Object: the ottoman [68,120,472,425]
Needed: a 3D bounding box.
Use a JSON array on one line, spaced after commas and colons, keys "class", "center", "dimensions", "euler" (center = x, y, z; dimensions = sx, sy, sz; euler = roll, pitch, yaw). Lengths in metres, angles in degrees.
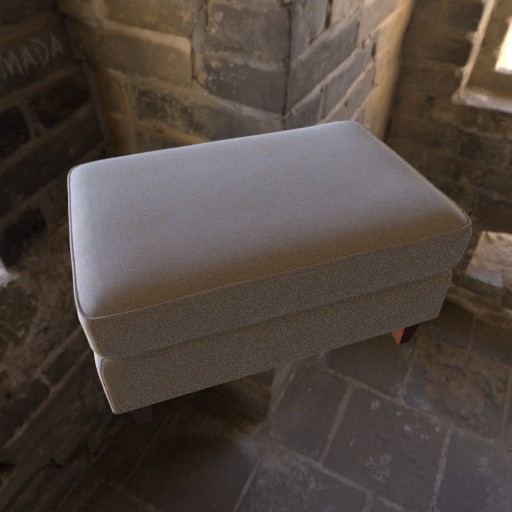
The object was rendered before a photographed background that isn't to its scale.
[{"class": "ottoman", "center": [0.000, 0.000, 1.199], "dimensions": [0.862, 0.484, 0.583], "euler": [-13, 43, -14]}]
